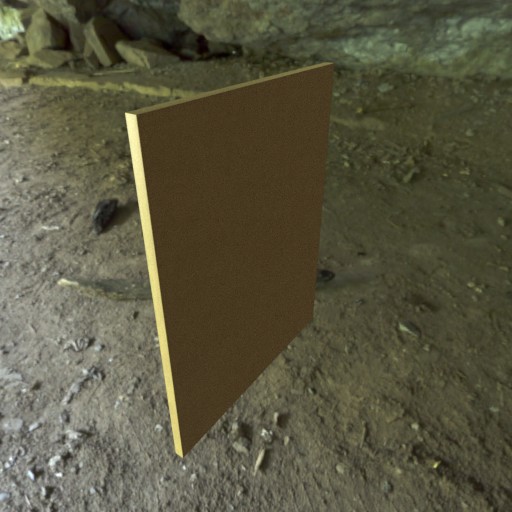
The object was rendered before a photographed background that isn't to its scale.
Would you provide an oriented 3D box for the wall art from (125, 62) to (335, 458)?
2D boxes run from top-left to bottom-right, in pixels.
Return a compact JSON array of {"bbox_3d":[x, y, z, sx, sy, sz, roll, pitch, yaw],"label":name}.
[{"bbox_3d":[0.000,0.000,1.349,0.030,1.002,0.798,20,36,29],"label":"wall art"}]
